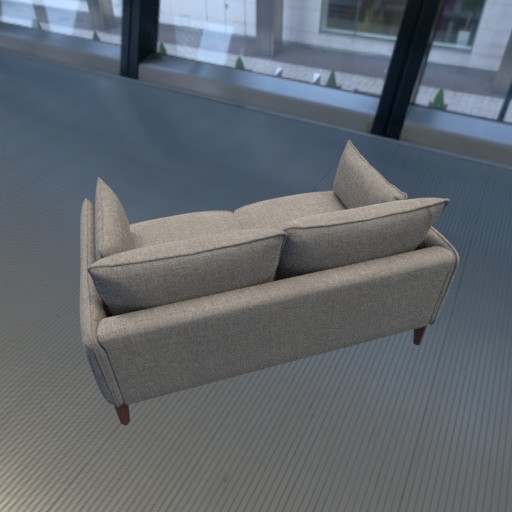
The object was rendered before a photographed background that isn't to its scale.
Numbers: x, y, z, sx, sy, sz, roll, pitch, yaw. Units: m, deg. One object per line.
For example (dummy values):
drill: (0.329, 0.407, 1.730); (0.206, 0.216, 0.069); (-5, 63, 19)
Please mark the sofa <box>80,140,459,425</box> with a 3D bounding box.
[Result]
sofa: (0.000, 0.000, 2.136); (1.580, 0.851, 0.972); (-11, 42, -13)
